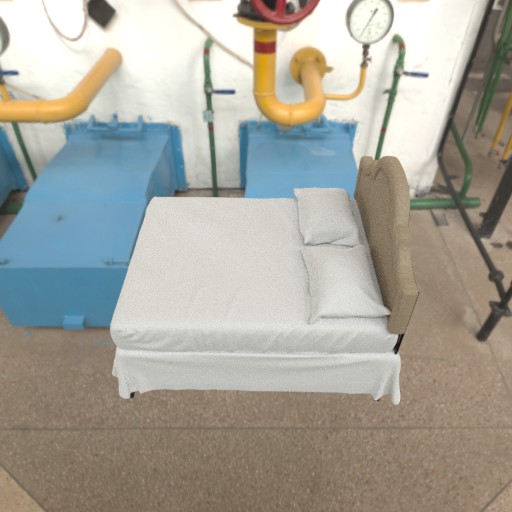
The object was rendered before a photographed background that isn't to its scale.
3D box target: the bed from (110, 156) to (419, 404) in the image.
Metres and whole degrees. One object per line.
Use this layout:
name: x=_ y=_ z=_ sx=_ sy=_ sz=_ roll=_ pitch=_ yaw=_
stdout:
bed: x=0.000 y=0.000 z=3.495 sx=2.222 sy=1.634 sz=1.780 roll=1 pitch=43 yaw=1
